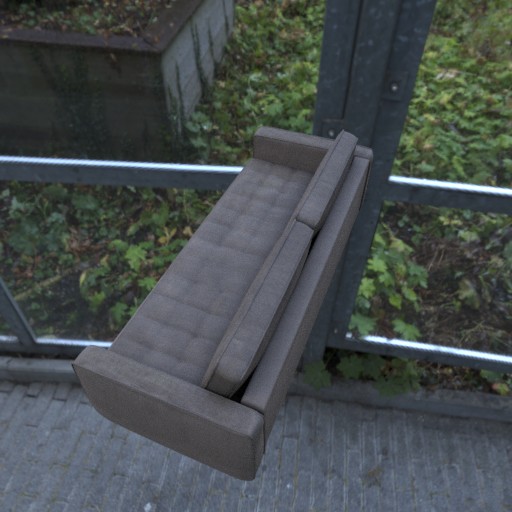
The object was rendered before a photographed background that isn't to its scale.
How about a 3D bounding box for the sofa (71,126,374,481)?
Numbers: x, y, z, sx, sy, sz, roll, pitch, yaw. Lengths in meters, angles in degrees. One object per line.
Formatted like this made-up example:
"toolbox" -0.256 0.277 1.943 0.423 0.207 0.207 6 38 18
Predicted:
"sofa" 0.000 0.000 2.715 0.923 0.813 2.295 17 49 15
